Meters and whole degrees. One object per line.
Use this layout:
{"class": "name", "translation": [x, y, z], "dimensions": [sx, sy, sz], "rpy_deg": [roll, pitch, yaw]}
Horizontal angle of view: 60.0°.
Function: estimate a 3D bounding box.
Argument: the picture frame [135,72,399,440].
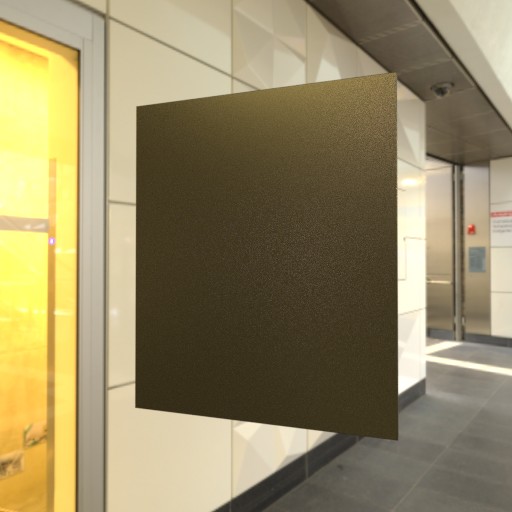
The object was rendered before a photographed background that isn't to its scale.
{"class": "picture frame", "translation": [0.000, 0.000, 0.756], "dimensions": [0.460, 0.556, 0.028], "rpy_deg": [0, -1, 19]}
